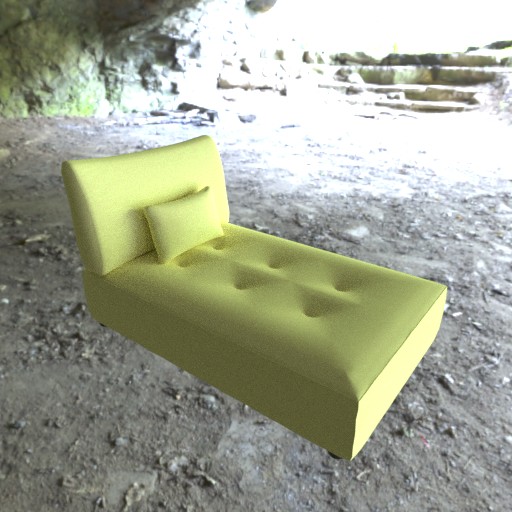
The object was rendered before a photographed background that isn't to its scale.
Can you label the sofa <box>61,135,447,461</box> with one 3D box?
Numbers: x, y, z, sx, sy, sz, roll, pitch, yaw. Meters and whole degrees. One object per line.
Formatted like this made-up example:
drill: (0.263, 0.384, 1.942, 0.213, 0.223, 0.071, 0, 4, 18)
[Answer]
sofa: (0.000, 0.000, 1.986, 1.450, 0.820, 0.930, 18, 31, 33)
